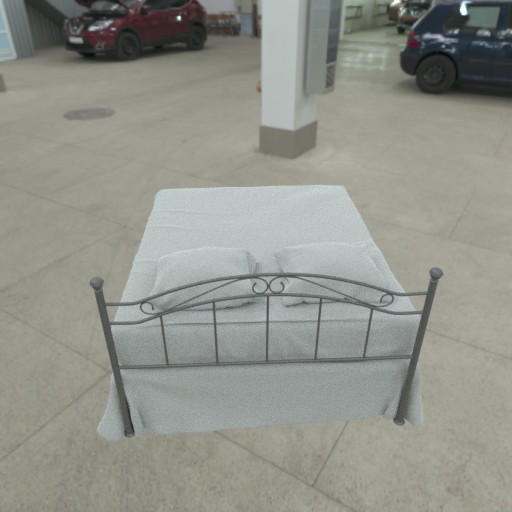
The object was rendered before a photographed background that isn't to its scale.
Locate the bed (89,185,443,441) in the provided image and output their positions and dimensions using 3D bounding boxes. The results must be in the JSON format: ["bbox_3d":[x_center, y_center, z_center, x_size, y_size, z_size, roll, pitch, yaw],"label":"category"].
[{"bbox_3d":[0.000,0.000,3.224,1.936,1.080,2.215,-2,31,-3],"label":"bed"}]
